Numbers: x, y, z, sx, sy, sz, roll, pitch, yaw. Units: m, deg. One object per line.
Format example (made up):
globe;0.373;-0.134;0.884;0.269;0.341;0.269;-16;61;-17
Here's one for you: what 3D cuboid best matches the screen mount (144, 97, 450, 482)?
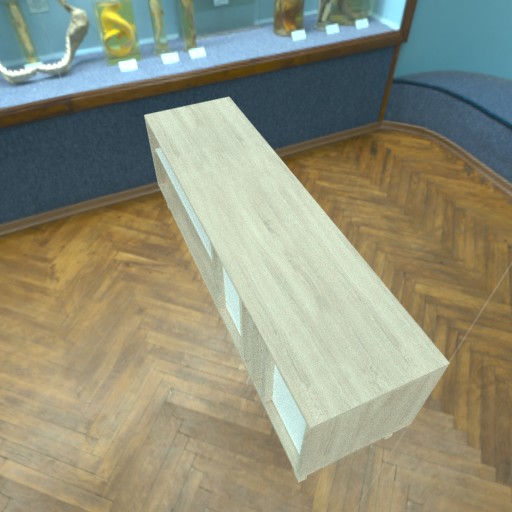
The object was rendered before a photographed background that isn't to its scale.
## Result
screen mount;0.000;0.000;1.713;0.400;0.510;1.500;-18;50;-16
